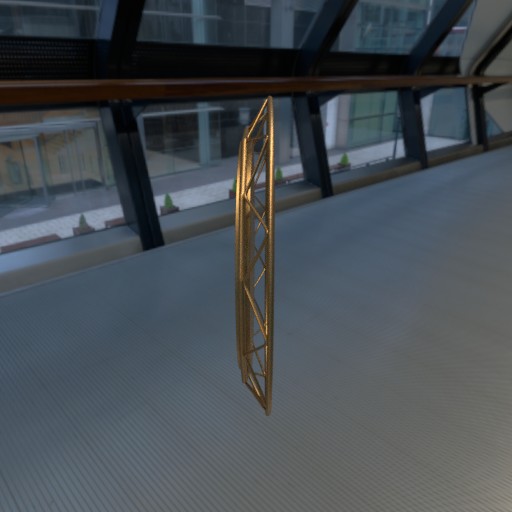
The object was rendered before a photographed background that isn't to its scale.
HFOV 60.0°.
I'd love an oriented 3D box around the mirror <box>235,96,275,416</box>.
[{"bbox_3d":[0.000,0.000,0.668,0.043,0.454,0.454,0,24,1],"label":"mirror"}]
